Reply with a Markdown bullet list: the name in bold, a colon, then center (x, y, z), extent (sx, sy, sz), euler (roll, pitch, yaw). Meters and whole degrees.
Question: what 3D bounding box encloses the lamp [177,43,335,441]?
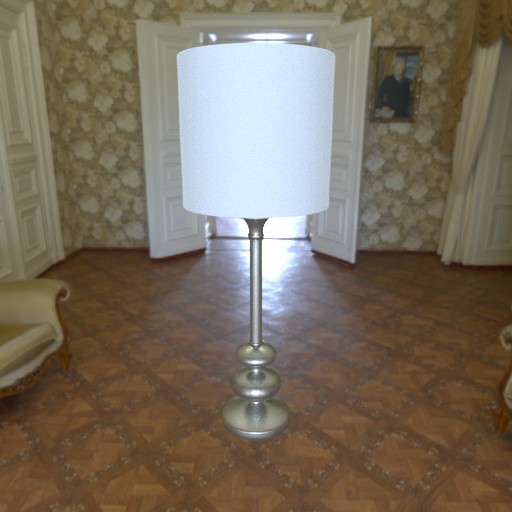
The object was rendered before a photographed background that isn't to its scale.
- **lamp**: center (0.000, 0.000, 0.807), extent (0.254, 0.690, 0.254), euler (-15, 21, -43)
